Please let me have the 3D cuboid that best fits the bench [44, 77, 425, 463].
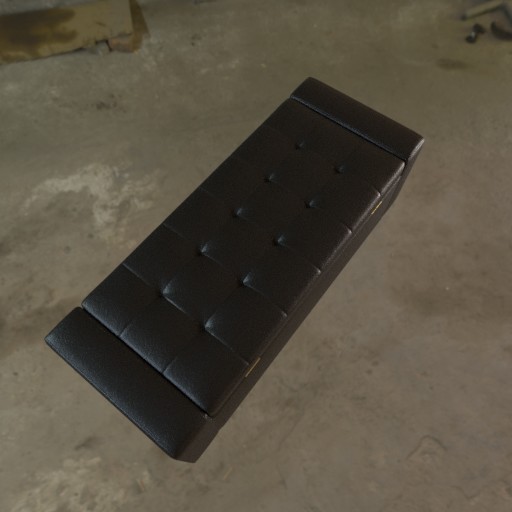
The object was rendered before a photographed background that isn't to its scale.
[{"bbox_3d":[0.000,0.000,1.564,0.508,0.445,1.296,35,69,16],"label":"bench"}]
